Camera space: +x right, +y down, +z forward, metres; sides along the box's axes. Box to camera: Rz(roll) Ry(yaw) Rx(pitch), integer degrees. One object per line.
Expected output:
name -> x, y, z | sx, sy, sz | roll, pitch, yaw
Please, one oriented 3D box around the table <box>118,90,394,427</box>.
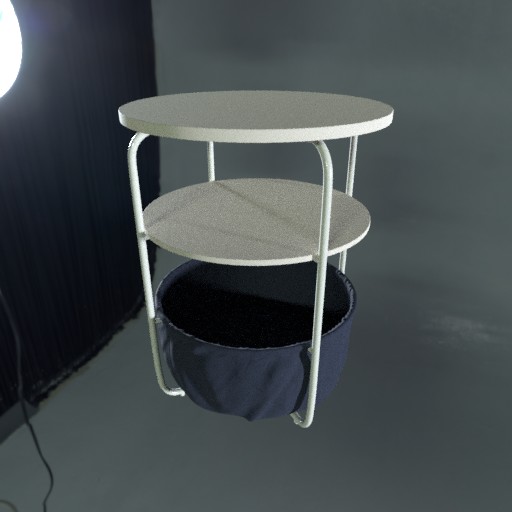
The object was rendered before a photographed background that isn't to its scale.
table -> 0.000, 0.000, 0.817 | 0.418, 0.532, 0.418 | 8, 27, 16
